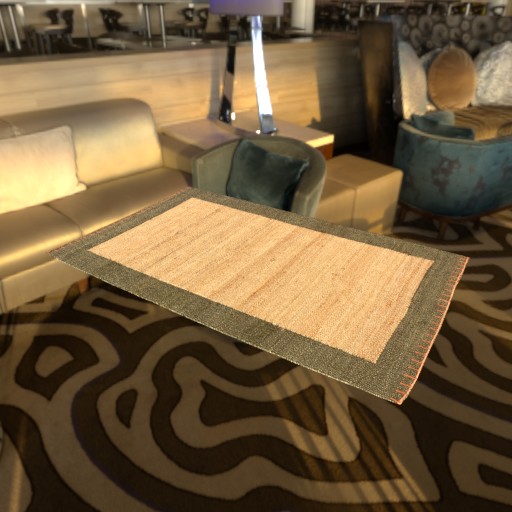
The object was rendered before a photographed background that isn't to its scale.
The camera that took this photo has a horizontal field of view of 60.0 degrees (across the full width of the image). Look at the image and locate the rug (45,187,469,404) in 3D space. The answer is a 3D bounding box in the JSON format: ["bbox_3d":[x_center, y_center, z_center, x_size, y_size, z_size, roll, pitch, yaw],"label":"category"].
[{"bbox_3d":[0.000,0.000,2.966,2.435,0.006,1.521,18,34,28],"label":"rug"}]
